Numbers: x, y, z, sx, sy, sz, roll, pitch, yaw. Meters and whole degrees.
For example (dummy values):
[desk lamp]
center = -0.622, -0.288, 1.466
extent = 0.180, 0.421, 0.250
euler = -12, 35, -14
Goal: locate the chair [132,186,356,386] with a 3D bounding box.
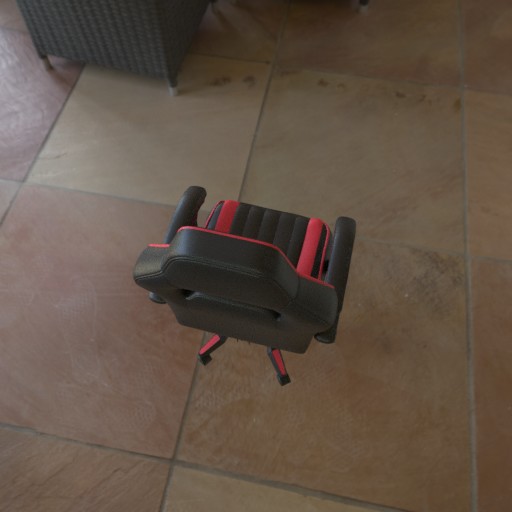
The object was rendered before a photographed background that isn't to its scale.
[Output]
[chair]
center = 0.000, 0.000, 1.660
extent = 0.700, 1.220, 0.700
euler = 13, 63, 6
